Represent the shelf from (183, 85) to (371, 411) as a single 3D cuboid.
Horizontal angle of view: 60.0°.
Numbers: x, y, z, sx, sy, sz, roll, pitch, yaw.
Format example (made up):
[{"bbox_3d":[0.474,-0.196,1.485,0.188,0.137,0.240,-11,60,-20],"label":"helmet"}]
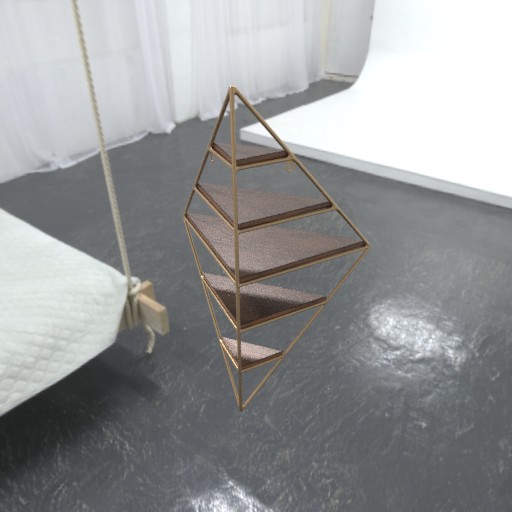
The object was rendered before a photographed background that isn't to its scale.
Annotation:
[{"bbox_3d":[0.000,0.000,1.170,0.564,0.913,0.294,10,34,15],"label":"shelf"}]
